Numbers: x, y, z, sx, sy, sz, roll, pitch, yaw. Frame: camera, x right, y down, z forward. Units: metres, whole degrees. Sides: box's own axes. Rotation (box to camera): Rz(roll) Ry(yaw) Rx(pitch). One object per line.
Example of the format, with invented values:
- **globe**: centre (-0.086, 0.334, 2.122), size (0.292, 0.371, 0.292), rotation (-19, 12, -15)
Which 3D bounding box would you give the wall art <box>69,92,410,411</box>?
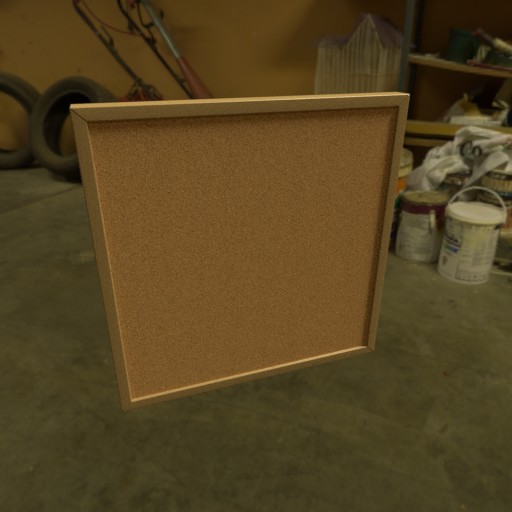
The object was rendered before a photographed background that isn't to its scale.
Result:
- **wall art**: centre (0.000, 0.000, 0.757), size (0.509, 0.509, 0.036), rotation (-9, 27, -17)
